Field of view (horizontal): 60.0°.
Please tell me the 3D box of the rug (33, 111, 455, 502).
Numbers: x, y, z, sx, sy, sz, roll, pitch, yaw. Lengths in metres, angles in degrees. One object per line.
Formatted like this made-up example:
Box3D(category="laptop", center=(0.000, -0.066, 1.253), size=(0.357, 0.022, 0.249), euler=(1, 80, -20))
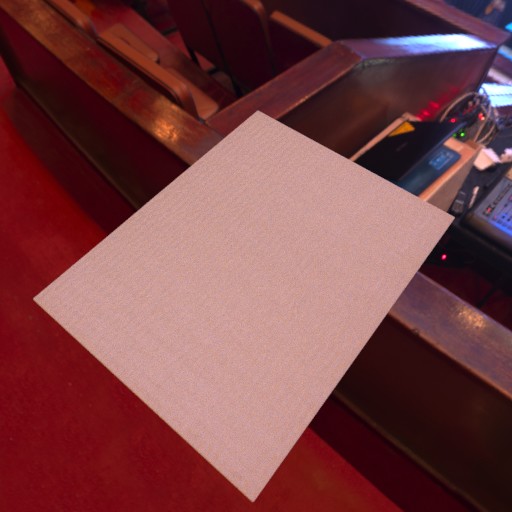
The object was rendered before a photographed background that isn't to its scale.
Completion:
Box3D(category="rug", center=(0.000, 0.000, 3.992), size=(2.410, 0.021, 3.055), euler=(34, 64, 19))
